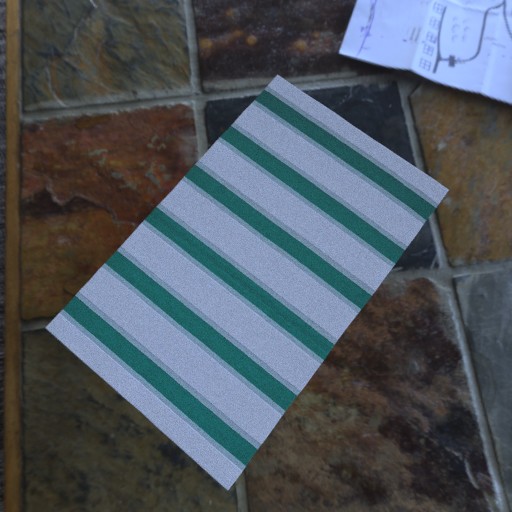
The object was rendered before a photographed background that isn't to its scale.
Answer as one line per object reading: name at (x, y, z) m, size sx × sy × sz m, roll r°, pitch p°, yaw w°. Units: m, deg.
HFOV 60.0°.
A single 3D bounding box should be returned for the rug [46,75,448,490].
rug at (0.000, 0.000, 2.970) m, size 1.521 × 0.015 × 2.436 m, roll 37°, pitch 78°, yaw 10°
